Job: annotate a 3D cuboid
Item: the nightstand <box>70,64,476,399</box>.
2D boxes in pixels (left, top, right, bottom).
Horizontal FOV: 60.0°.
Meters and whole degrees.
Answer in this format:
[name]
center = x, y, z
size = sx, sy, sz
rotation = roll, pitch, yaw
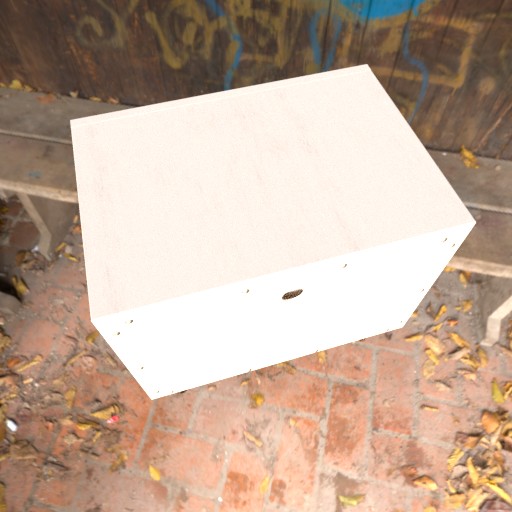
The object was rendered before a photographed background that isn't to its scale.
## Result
[nightstand]
center = 0.000, 0.000, 1.038
size = 0.614, 0.604, 0.447
rotation = -14, 59, -9
